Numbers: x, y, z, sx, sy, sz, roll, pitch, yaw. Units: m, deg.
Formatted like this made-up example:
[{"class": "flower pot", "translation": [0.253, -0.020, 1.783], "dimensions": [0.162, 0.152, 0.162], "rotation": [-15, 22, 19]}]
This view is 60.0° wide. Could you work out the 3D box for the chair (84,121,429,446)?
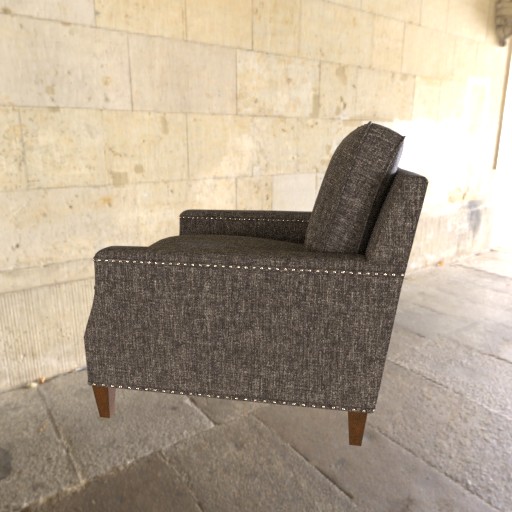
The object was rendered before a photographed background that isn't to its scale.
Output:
[{"class": "chair", "translation": [0.000, 0.000, 1.658], "dimensions": [1.014, 0.943, 0.853], "rotation": [3, 15, 10]}]
